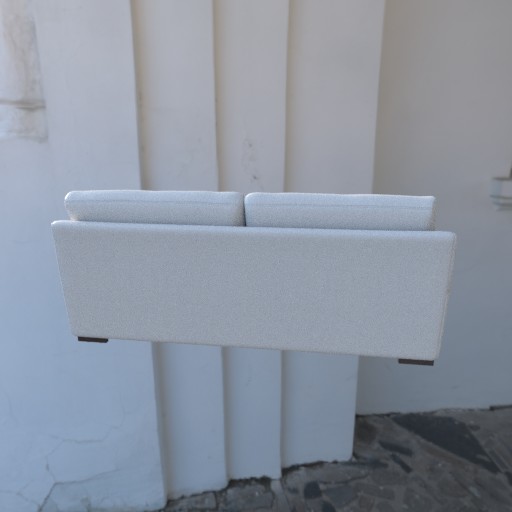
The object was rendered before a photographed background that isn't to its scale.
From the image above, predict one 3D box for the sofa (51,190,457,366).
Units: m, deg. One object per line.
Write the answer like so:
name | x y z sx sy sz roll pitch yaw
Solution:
sofa | 0.000 0.000 2.940 2.261 0.940 1.143 2 15 8
